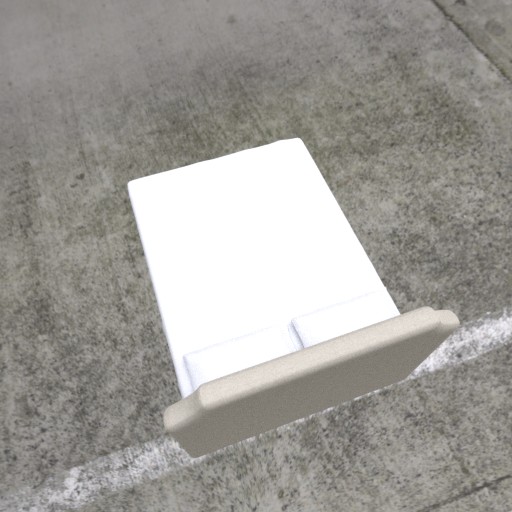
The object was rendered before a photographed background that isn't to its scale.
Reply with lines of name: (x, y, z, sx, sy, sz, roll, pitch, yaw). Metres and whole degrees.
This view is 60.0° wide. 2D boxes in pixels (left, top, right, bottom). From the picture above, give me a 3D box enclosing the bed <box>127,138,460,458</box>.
bed: (0.000, 0.000, 3.198, 1.693, 1.290, 2.116, -17, 61, -10)
